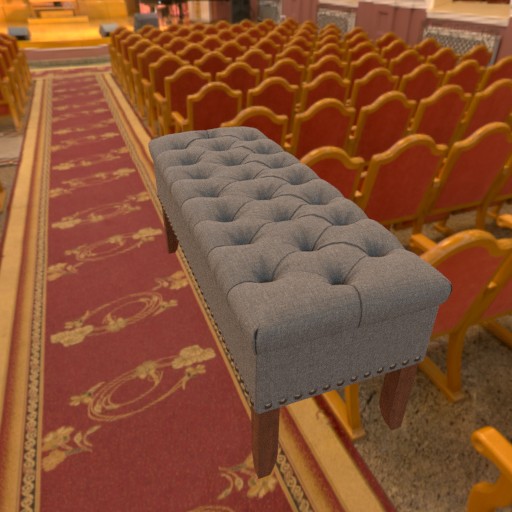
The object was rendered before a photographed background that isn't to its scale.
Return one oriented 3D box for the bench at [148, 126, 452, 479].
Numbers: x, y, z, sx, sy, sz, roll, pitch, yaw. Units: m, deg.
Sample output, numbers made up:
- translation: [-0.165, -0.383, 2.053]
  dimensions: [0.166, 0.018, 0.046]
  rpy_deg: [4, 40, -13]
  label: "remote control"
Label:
- translation: [0.000, 0.000, 1.299]
  dimensions: [0.417, 0.470, 1.052]
  rpy_deg: [-12, 34, -17]
  label: "bench"
